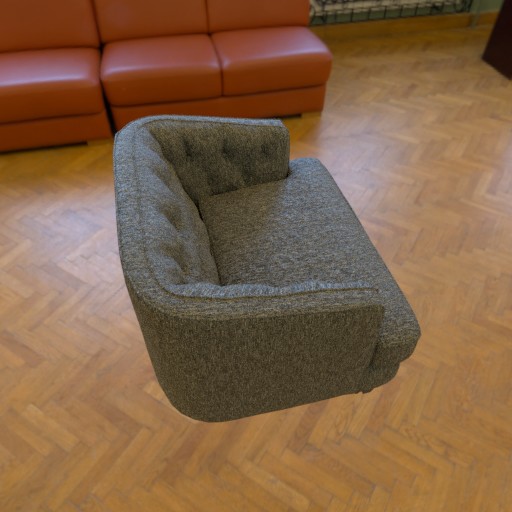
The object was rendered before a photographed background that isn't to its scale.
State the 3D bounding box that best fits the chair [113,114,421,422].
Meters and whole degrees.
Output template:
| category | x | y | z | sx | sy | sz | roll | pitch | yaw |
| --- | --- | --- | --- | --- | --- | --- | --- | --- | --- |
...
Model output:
| category | x | y | z | sx | sy | sz | roll | pitch | yaw |
| --- | --- | --- | --- | --- | --- | --- | --- | --- | --- |
| chair | 0.000 | 0.000 | 1.790 | 0.941 | 0.852 | 1.104 | -11 | 48 | -10 |
